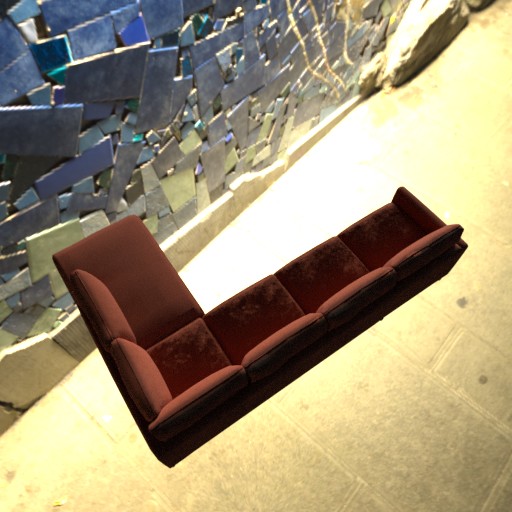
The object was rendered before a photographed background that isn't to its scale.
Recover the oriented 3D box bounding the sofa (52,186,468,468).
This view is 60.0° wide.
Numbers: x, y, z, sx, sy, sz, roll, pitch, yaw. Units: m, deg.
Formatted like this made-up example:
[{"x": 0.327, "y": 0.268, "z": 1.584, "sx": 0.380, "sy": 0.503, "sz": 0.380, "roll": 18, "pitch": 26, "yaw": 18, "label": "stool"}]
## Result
[{"x": 0.000, "y": 0.000, "z": 3.552, "sx": 2.736, "sy": 0.757, "sz": 1.879, "roll": -30, "pitch": 63, "yaw": -17, "label": "sofa"}]
